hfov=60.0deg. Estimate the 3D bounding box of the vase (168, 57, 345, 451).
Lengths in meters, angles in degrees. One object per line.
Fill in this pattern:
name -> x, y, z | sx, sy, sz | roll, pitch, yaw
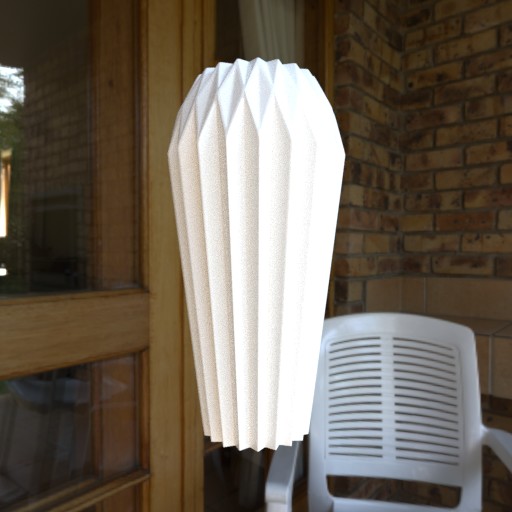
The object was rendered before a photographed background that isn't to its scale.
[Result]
vase -> 0.000, 0.000, 0.337 | 0.133, 0.263, 0.133 | 0, 1, 0
